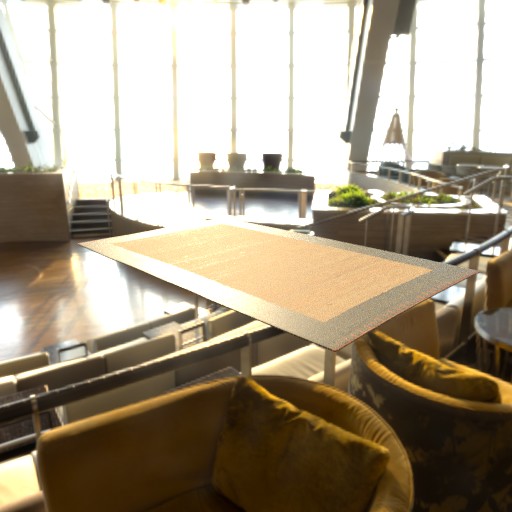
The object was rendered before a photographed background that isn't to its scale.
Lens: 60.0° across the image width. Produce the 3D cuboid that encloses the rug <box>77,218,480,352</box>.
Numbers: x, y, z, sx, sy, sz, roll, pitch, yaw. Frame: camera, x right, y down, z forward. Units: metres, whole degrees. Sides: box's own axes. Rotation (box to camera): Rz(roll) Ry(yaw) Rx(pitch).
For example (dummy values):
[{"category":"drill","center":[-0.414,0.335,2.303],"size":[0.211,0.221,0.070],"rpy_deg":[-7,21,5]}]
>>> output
[{"category":"rug","center":[0.000,0.000,3.073],"size":[1.521,0.006,2.435],"rpy_deg":[-15,21,-42]}]
